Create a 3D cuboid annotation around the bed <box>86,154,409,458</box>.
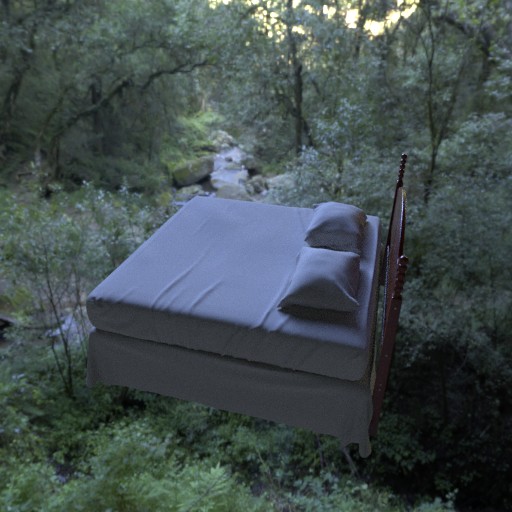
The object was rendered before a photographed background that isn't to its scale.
[{"bbox_3d":[0.000,0.000,3.657,2.219,1.355,2.322,8,31,14],"label":"bed"}]
